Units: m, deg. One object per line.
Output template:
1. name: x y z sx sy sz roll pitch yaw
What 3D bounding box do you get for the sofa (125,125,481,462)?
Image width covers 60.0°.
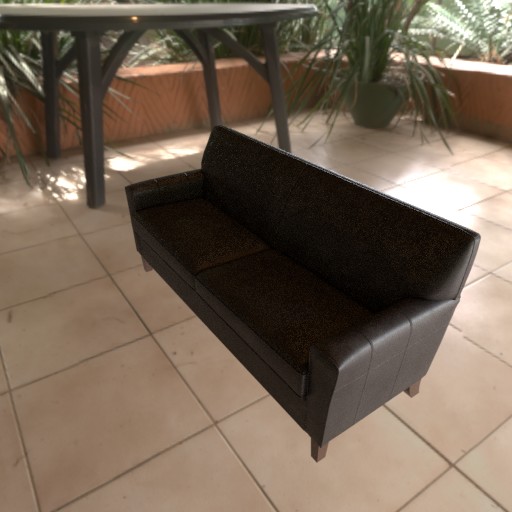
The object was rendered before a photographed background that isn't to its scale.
1. sofa: 0.000 0.000 2.533 0.805 0.947 2.053 -20 37 -29
